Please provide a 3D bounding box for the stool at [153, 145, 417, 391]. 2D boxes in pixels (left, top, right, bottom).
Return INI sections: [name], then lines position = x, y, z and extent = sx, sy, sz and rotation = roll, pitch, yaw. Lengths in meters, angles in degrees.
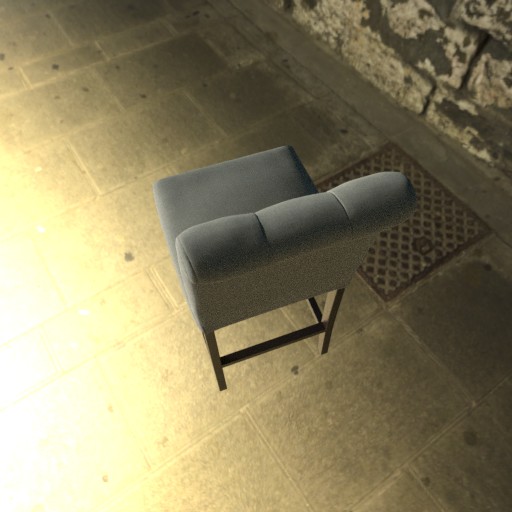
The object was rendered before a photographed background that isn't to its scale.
[stool]
position = 0.000, 0.000, 1.359
extent = 0.493, 1.040, 0.601
rotation = -17, 60, -10
